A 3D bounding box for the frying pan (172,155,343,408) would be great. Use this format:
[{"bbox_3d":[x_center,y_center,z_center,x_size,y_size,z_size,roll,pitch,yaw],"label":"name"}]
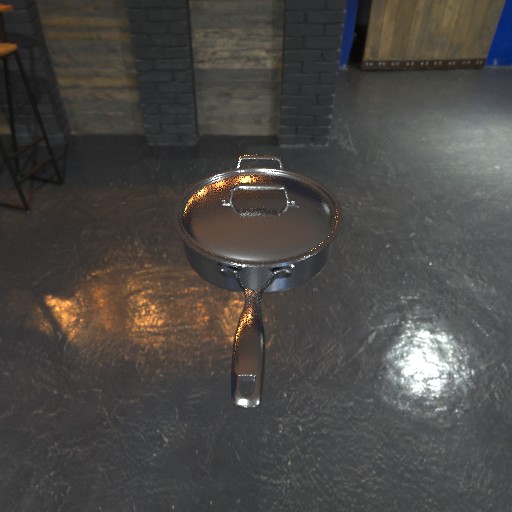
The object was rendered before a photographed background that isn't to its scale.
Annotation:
[{"bbox_3d":[0.000,0.000,0.585,0.245,0.111,0.492,1,41,1],"label":"frying pan"}]
